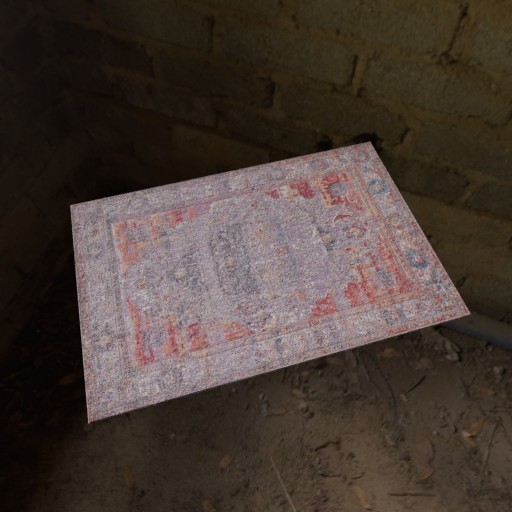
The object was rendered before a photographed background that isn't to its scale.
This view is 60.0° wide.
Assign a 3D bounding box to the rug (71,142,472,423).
[{"bbox_3d":[0.000,0.000,2.324,1.829,0.005,1.219,-14,59,-8],"label":"rug"}]
